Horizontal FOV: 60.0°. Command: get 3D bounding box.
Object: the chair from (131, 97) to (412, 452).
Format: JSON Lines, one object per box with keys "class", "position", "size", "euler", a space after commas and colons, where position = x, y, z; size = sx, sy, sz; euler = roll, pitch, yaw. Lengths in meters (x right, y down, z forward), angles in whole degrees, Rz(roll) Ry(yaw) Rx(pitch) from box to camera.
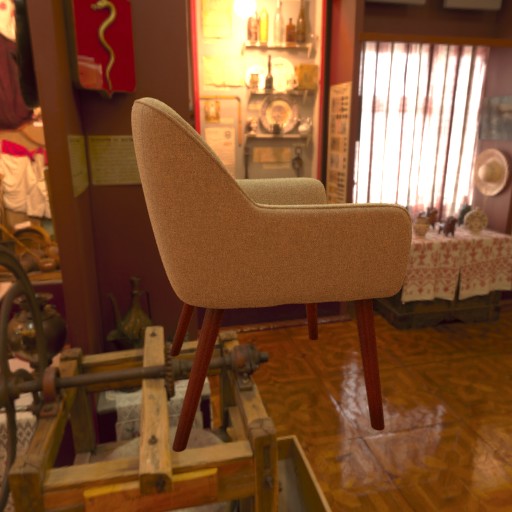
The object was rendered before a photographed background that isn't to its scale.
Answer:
{"class": "chair", "position": [0.000, 0.000, 1.246], "size": [0.610, 0.813, 0.610], "euler": [-3, 16, -11]}
